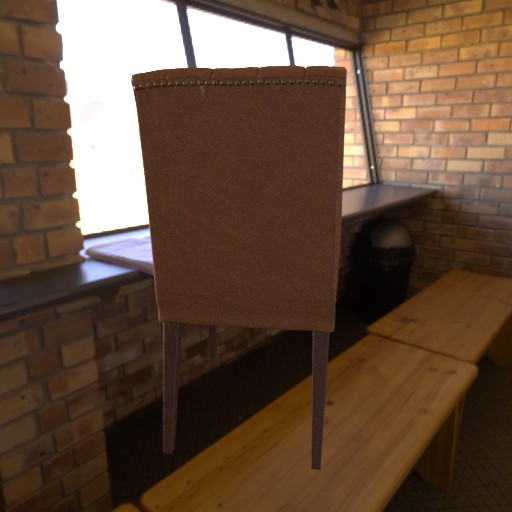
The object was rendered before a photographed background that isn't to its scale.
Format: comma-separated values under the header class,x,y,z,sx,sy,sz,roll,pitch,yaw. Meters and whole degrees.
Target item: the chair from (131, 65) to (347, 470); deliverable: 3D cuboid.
class,x,y,z,sx,sy,sz,roll,pitch,yaw
chair,0.000,0.000,1.379,0.511,1.016,0.647,2,15,8
